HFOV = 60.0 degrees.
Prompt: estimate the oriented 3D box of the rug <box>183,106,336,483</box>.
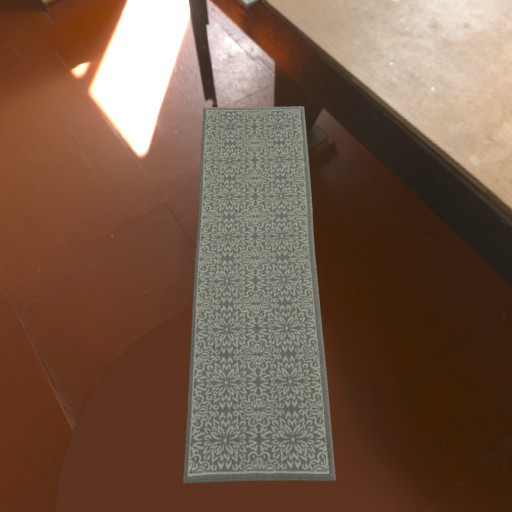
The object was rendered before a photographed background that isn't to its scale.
[{"bbox_3d":[0.000,0.000,2.415,0.662,0.011,2.196,-1,63,0],"label":"rug"}]
